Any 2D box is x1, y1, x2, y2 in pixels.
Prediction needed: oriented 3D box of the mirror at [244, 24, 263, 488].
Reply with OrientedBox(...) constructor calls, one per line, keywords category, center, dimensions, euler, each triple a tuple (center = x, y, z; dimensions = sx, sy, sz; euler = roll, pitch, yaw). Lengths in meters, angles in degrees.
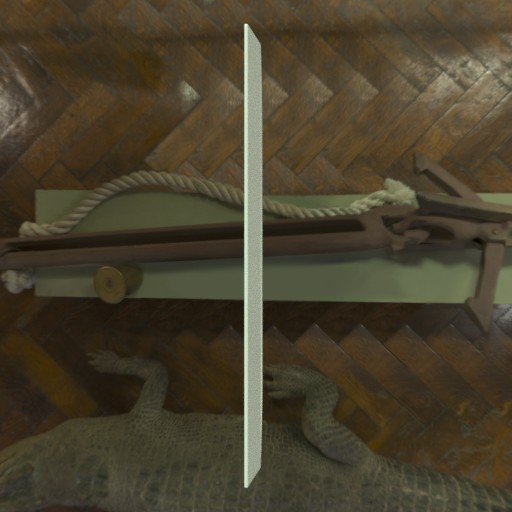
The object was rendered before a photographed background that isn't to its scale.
OrientedBox(category="mirror", center=(0.000, 0.000, 1.145), dimensions=(0.030, 0.630, 0.870), euler=(0, 90, 1))
